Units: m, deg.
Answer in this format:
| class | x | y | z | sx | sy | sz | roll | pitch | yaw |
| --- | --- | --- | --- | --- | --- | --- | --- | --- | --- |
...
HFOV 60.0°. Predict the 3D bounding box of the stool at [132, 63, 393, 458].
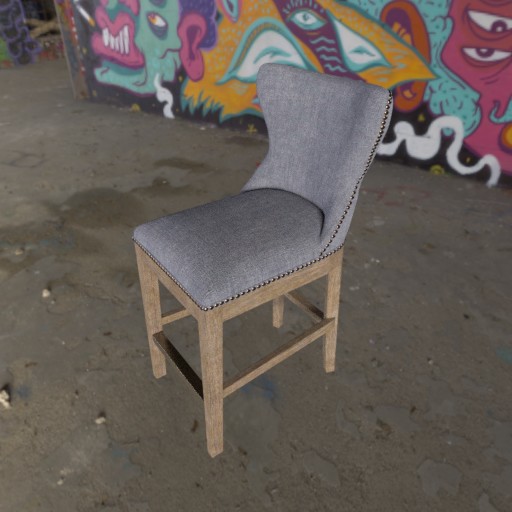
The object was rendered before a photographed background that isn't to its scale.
| class | x | y | z | sx | sy | sz | roll | pitch | yaw |
| --- | --- | --- | --- | --- | --- | --- | --- | --- | --- |
| stool | 0.000 | 0.000 | 1.326 | 0.608 | 0.981 | 0.498 | -21 | 38 | -30 |
